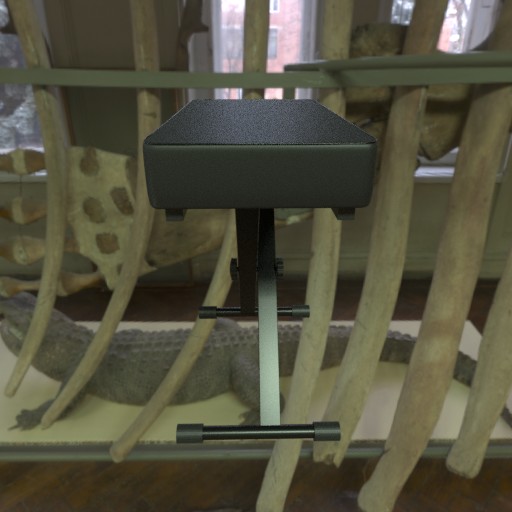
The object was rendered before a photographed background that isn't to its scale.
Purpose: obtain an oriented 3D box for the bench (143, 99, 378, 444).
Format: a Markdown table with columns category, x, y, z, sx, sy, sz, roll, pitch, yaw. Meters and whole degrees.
| category | x | y | z | sx | sy | sz | roll | pitch | yaw |
| --- | --- | --- | --- | --- | --- | --- | --- | --- | --- |
| bench | 0.000 | 0.000 | 0.912 | 0.300 | 0.561 | 0.600 | -1 | 24 | -1 |
